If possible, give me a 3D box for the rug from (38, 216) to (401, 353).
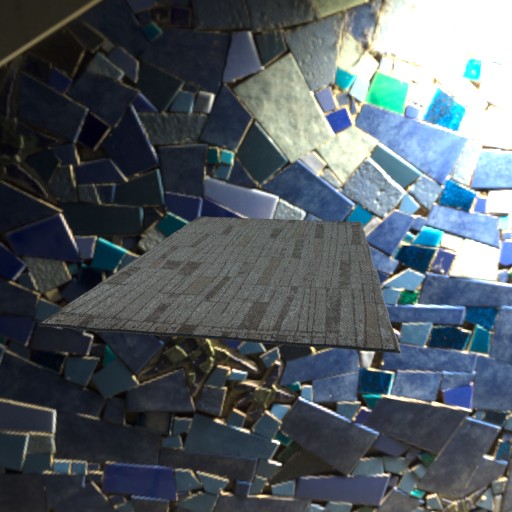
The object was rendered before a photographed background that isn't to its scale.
[{"bbox_3d":[0.000,0.000,2.963,1.531,0.023,2.444,3,16,9],"label":"rug"}]
